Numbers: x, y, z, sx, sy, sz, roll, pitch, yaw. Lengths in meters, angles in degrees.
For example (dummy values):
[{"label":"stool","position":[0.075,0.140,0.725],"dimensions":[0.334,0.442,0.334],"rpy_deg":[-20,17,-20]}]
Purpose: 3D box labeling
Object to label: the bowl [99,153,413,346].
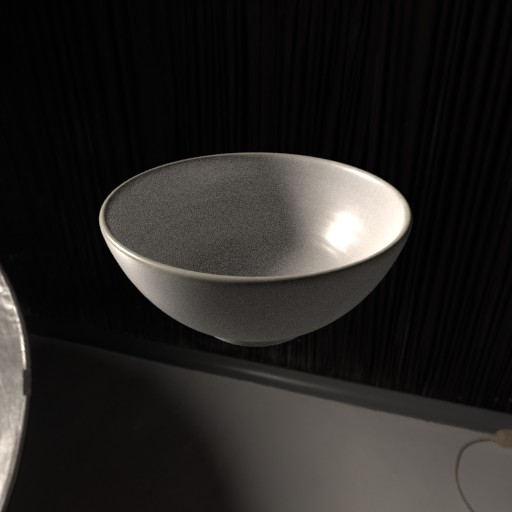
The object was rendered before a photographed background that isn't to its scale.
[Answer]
[{"label":"bowl","position":[0.000,0.000,0.425],"dimensions":[0.268,0.121,0.268],"rpy_deg":[0,30,0]}]
